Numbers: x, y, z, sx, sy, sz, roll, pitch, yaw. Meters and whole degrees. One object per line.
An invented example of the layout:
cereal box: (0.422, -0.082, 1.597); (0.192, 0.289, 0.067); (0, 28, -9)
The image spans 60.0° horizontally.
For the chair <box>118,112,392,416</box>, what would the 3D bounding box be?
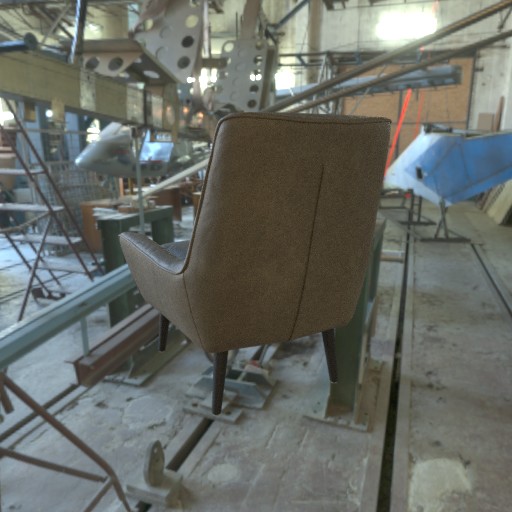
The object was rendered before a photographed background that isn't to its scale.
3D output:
chair: (0.000, 0.000, 1.516); (0.787, 0.888, 0.824); (-7, 15, -25)
